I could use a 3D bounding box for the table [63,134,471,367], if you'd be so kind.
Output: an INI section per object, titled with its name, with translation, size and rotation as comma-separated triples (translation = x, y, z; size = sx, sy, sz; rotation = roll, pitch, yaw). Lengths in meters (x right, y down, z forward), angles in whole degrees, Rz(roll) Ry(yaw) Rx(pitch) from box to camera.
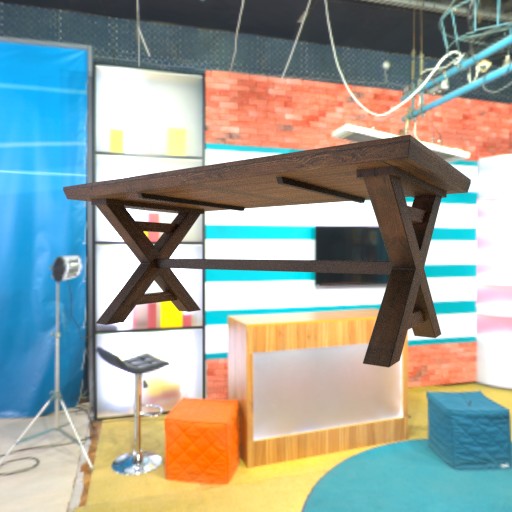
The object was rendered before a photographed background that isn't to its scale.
[table]
translation = 0.000, 0.000, 2.426
size = 1.966, 0.793, 1.071
rotation = 0, 1, 35
